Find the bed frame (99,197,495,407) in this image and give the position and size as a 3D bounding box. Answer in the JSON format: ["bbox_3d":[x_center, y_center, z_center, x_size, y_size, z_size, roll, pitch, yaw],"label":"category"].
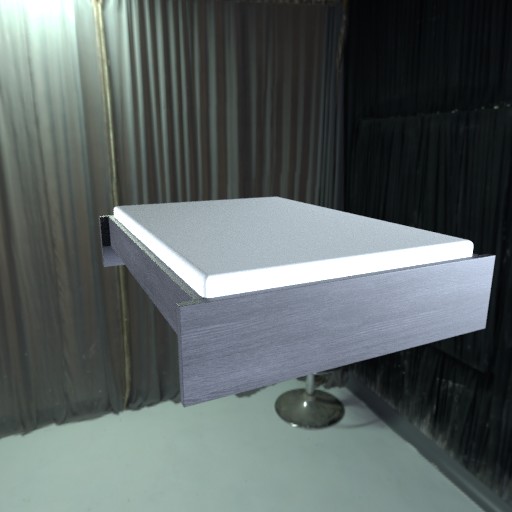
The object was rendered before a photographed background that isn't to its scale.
[{"bbox_3d":[0.000,0.000,2.598,1.490,0.432,1.950,-7,16,-25],"label":"bed frame"}]
